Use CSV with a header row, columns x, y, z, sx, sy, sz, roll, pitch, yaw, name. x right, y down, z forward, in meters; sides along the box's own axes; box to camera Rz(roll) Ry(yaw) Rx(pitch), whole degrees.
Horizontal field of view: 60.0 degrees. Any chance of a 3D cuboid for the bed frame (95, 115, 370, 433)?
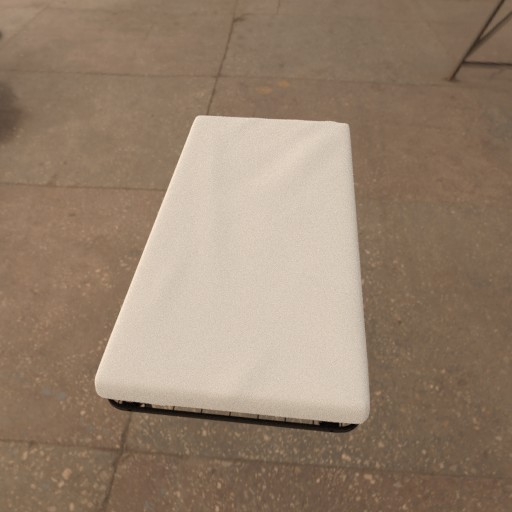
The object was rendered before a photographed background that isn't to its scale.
x,y,z,sx,sy,sz,roll,pitch,yaw,name
0.000,0.000,2.361,0.989,0.619,1.903,4,47,4,bed frame
